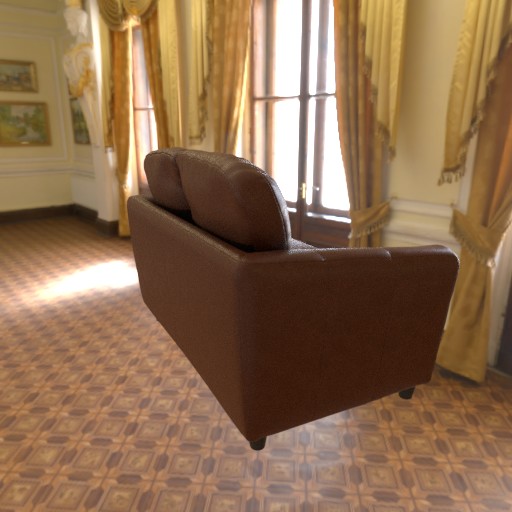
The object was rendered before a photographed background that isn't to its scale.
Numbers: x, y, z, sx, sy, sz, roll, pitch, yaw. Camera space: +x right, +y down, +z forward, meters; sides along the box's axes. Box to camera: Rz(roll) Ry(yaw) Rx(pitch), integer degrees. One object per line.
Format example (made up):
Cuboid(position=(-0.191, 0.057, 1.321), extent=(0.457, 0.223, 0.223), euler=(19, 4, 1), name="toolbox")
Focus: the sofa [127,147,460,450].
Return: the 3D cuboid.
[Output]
Cuboid(position=(0.000, 0.000, 1.893), extent=(0.805, 0.906, 1.406), euler=(-8, 18, -26), name="sofa")
